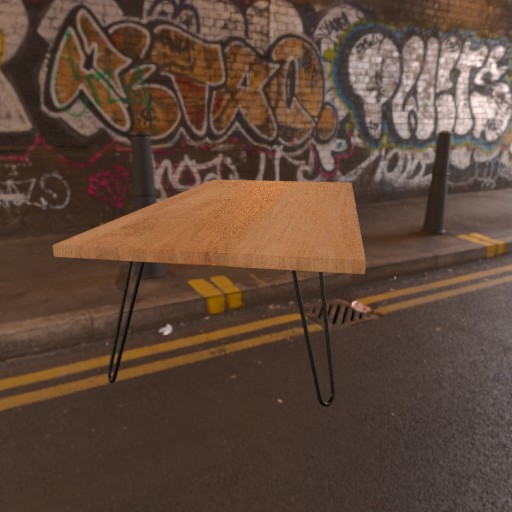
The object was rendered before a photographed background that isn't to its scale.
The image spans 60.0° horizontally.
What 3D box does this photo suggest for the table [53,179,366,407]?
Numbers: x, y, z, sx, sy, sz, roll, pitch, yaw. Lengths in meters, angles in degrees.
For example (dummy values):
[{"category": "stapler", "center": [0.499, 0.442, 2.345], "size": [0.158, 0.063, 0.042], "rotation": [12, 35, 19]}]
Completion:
[{"category": "table", "center": [0.000, 0.000, 1.645], "size": [0.699, 0.400, 1.348], "rotation": [3, 16, 10]}]
